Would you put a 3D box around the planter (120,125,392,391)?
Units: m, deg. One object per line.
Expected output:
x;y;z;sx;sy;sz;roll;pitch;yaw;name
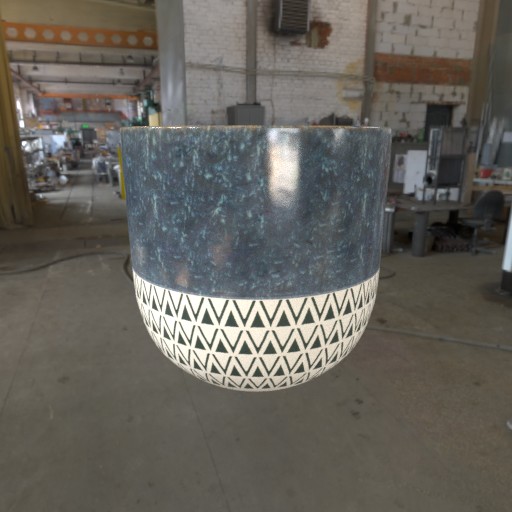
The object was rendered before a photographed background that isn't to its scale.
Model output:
0.000;0.000;0.485;0.266;0.270;0.266;0;15;0;planter
